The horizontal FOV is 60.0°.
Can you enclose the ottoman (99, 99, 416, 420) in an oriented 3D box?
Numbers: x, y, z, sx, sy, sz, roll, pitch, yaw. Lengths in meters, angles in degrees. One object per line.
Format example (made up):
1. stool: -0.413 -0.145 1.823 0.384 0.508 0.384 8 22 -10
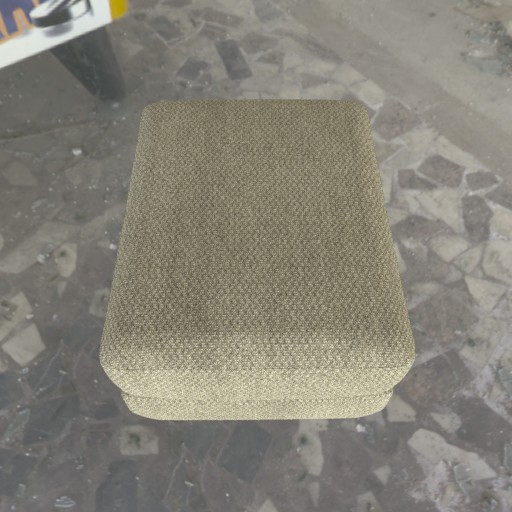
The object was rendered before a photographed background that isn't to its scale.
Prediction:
1. ottoman: 0.000 0.000 1.134 0.603 0.476 0.751 0 59 0
